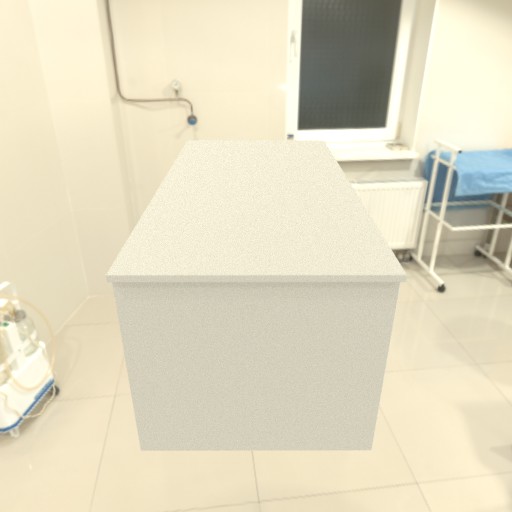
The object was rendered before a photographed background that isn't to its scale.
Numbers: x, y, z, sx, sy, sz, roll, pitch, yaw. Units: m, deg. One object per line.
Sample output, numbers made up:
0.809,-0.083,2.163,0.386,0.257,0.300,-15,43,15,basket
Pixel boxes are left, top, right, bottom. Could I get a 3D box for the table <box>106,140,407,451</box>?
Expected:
0.000,0.000,1.279,0.500,0.441,1.000,0,27,0,table
